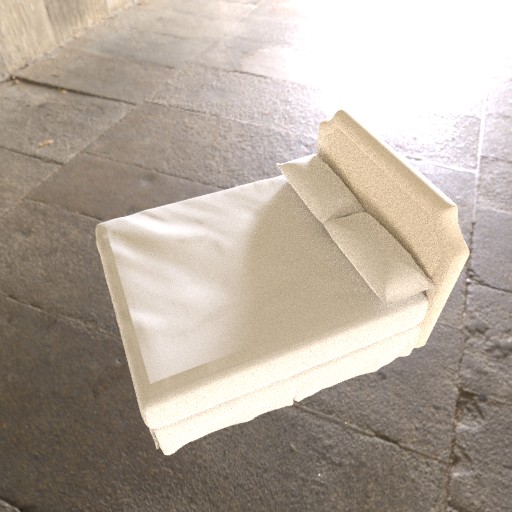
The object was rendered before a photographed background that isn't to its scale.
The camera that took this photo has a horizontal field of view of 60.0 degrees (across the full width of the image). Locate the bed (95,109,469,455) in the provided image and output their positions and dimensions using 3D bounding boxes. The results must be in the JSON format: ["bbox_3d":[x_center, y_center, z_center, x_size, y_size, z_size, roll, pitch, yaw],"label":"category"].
[{"bbox_3d":[0.000,0.000,3.889,2.548,1.524,2.134,-17,49,-16],"label":"bed"}]
